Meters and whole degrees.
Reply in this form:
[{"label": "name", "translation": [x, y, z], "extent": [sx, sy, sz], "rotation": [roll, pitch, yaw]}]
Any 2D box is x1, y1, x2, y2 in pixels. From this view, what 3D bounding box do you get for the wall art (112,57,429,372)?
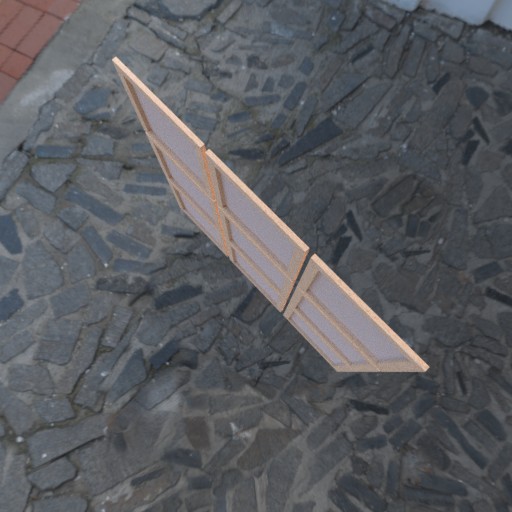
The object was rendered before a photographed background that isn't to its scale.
[{"label": "wall art", "translation": [0.000, 0.000, 1.773], "extent": [0.016, 1.207, 1.217], "rotation": [-42, 79, -10]}]
